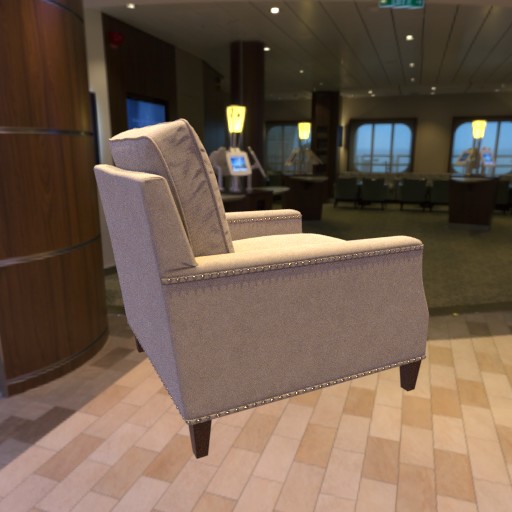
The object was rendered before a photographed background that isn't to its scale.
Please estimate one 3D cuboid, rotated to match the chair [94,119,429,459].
[{"bbox_3d":[0.000,0.000,1.679,1.014,0.943,0.853,-7,15,-26],"label":"chair"}]
